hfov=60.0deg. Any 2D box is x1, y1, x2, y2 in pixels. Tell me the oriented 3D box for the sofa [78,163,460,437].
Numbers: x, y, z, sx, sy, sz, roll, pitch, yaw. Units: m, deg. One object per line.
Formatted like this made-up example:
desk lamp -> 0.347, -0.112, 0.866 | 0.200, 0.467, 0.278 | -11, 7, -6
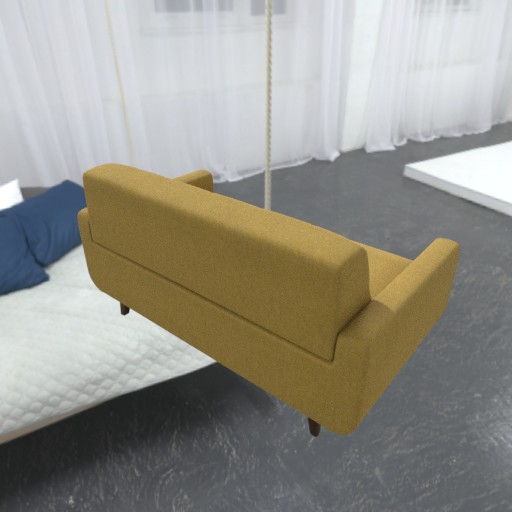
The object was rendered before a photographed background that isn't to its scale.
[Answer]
sofa -> 0.000, 0.000, 2.169 | 1.631, 0.841, 0.909 | 22, 36, 34
